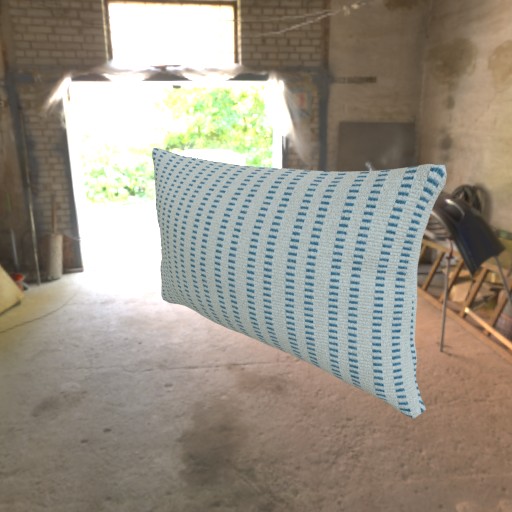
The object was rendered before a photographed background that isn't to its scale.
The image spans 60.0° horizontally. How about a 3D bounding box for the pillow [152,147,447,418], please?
[{"bbox_3d":[0.000,0.000,0.783,0.640,0.353,0.210,16,23,43],"label":"pillow"}]
